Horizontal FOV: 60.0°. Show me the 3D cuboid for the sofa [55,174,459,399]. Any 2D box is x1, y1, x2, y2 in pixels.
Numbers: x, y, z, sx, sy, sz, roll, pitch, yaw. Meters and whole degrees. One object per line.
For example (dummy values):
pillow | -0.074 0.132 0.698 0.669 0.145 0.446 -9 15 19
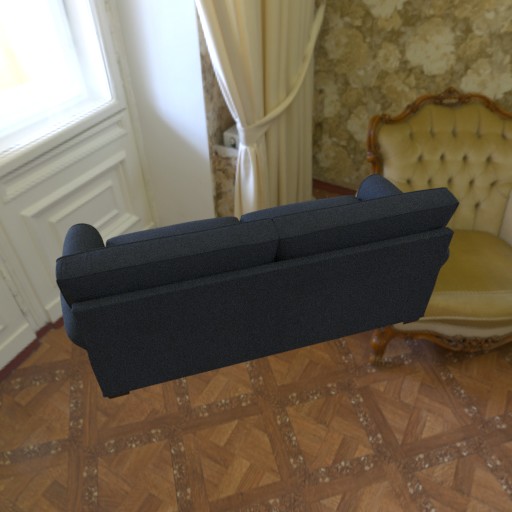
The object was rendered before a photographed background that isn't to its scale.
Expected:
sofa | 0.000 0.000 2.917 2.391 1.026 0.954 -11 42 -13
